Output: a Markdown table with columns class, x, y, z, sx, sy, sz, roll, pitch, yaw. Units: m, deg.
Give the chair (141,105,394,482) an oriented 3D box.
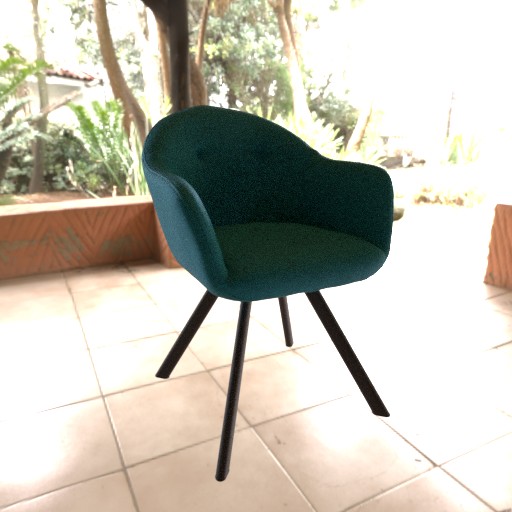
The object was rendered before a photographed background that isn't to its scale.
| class | x | y | z | sx | sy | sz | roll | pitch | yaw |
| --- | --- | --- | --- | --- | --- | --- | --- | --- | --- |
| chair | 0.000 | 0.000 | 1.161 | 0.545 | 0.775 | 0.565 | -8 | 17 | -27 |
